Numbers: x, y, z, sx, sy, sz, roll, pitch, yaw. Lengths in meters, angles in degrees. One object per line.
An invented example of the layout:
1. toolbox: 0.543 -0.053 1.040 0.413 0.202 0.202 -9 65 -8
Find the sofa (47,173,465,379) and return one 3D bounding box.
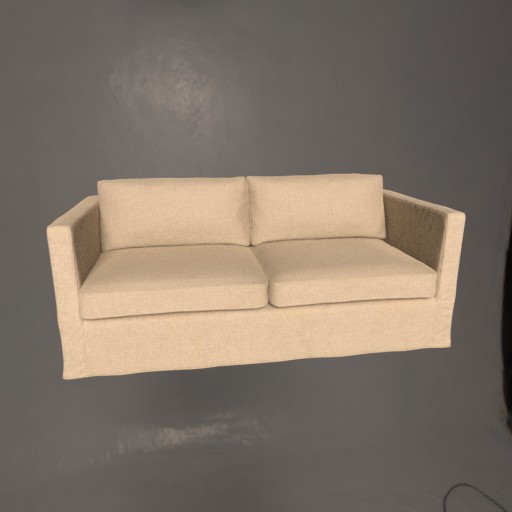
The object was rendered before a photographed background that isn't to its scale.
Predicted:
1. sofa: 0.000 0.000 2.518 1.987 0.847 0.956 -3 16 -9
